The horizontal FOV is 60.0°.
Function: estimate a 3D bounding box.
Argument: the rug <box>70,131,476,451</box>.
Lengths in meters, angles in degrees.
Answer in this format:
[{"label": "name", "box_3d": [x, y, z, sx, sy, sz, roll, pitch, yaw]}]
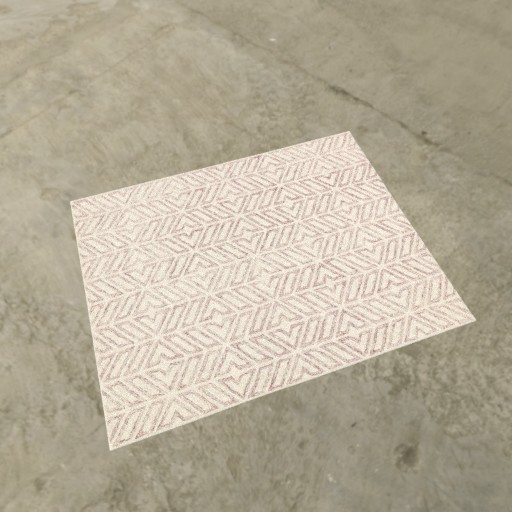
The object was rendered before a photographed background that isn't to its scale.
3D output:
[{"label": "rug", "box_3d": [0.000, 0.000, 4.036, 3.045, 0.008, 2.421, -16, 59, -10]}]
